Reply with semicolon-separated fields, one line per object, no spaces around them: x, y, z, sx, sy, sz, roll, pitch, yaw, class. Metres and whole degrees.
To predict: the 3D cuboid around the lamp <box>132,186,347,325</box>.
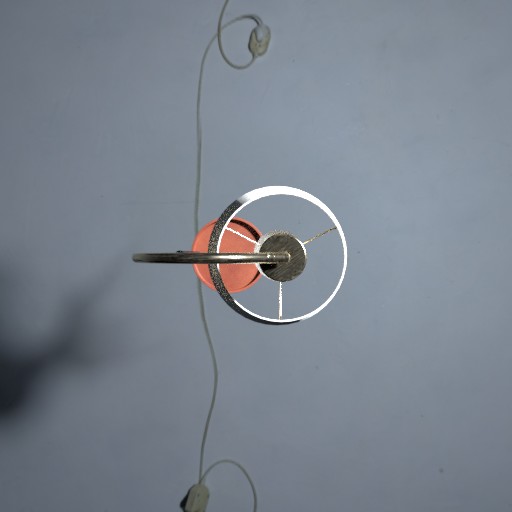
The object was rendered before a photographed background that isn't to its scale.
0.000;0.000;0.660;0.273;0.536;0.211;0;91;1;lamp
